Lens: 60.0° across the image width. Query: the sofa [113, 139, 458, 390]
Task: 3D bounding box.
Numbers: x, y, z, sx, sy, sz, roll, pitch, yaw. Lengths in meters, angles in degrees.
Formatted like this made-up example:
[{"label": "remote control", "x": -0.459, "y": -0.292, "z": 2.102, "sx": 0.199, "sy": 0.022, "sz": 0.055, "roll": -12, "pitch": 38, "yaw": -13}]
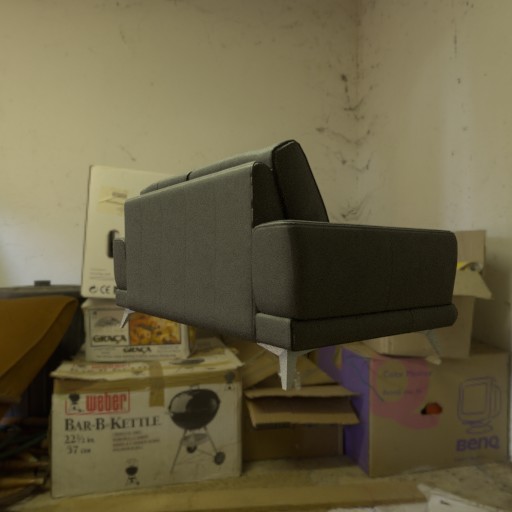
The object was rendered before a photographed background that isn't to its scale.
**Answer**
[{"label": "sofa", "x": 0.000, "y": 0.000, "z": 2.419, "sx": 1.018, "sy": 0.907, "sz": 1.806, "roll": 0, "pitch": 0, "yaw": -36}]
